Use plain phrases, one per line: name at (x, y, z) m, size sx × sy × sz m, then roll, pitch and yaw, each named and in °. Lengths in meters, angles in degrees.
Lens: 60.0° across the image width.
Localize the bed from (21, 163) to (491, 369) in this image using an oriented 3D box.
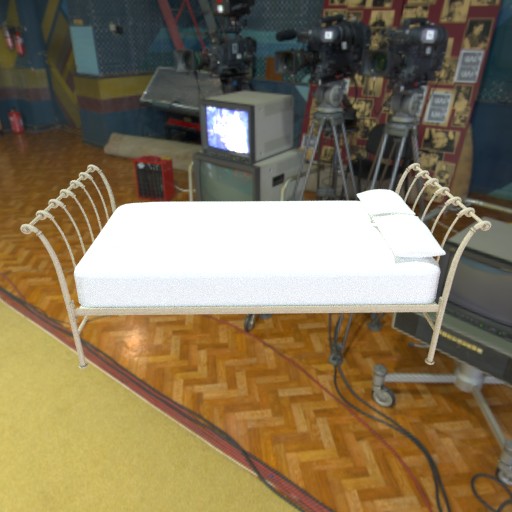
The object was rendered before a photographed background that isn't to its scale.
bed at (0.000, 0.000, 2.726) m, size 2.228 × 0.873 × 1.032 m, roll 0°, pitch 28°, yaw -1°
